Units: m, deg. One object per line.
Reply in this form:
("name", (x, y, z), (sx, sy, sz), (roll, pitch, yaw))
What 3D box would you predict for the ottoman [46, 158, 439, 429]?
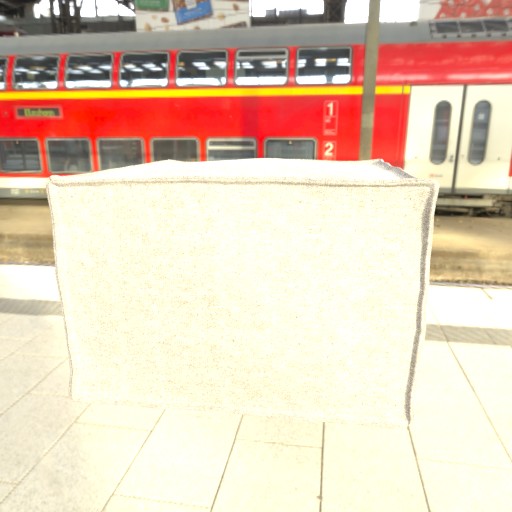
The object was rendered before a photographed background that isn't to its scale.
("ottoman", (0.000, 0.000, 1.104), (0.707, 0.470, 0.696), (2, 16, 7))
